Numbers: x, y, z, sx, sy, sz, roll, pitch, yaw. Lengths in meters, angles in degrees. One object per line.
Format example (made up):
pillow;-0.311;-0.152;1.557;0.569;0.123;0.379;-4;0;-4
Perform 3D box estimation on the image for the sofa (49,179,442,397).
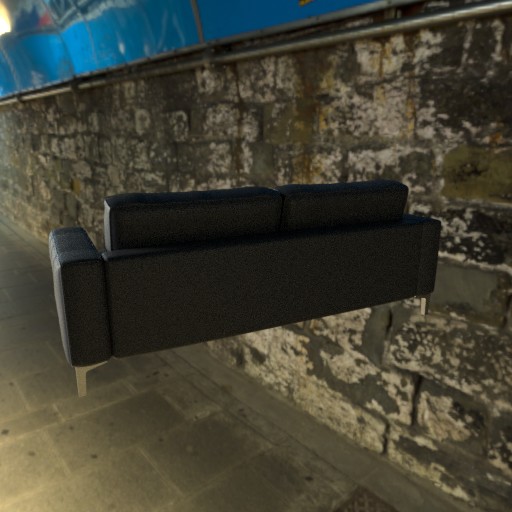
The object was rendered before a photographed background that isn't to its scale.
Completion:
sofa;0.000;0.000;2.721;2.275;0.893;0.833;-7;17;-25
